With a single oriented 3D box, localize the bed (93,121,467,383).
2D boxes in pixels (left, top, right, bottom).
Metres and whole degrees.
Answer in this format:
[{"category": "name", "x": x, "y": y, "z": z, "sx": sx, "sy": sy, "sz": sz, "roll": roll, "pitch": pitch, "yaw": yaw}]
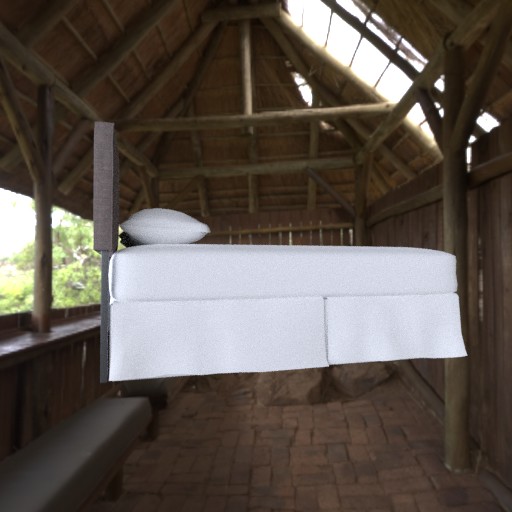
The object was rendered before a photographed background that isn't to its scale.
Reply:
[{"category": "bed", "x": 0.000, "y": 0.000, "z": 2.833, "sx": 1.894, "sy": 1.089, "sz": 1.610, "roll": 0, "pitch": -1, "yaw": -18}]
